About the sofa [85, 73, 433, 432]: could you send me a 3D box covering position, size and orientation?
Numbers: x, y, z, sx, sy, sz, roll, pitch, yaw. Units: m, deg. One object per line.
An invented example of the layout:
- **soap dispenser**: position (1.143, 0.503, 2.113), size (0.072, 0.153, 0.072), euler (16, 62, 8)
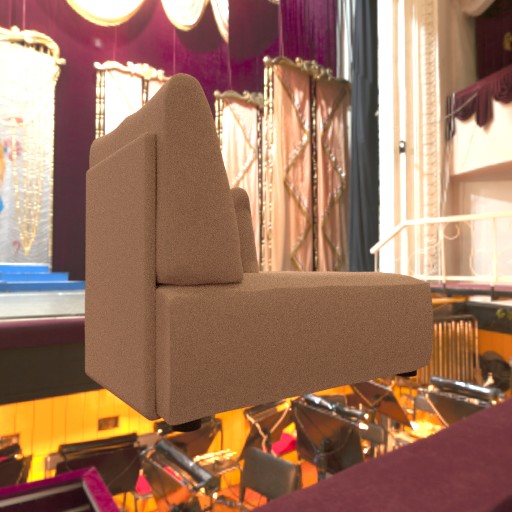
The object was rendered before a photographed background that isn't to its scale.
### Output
- **sofa**: position (0.000, 0.000, 1.525), size (1.000, 0.820, 0.700), euler (1, -2, -35)
